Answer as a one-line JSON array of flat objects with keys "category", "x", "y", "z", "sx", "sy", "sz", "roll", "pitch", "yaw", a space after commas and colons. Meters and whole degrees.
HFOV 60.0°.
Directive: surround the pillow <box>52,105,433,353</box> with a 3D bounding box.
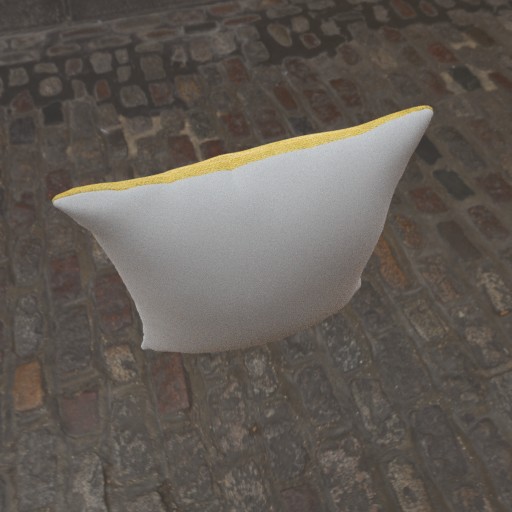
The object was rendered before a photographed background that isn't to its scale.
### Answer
[{"category": "pillow", "x": 0.000, "y": 0.000, "z": 0.683, "sx": 0.450, "sy": 0.450, "sz": 0.211, "roll": -16, "pitch": 59, "yaw": -10}]
